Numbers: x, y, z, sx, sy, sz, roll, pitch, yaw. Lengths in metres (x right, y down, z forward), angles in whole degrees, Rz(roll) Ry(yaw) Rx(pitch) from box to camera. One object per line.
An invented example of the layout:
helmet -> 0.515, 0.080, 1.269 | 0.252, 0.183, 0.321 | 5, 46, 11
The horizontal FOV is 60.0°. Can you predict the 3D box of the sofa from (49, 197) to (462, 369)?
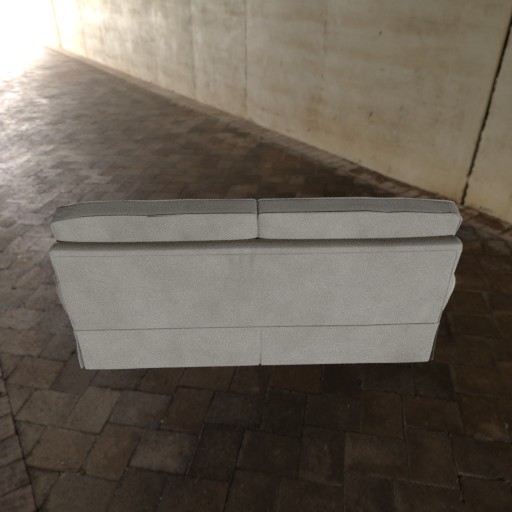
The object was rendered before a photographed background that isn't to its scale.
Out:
sofa -> 0.000, 0.000, 2.775 | 2.246, 1.014, 0.900 | -1, 31, -2
